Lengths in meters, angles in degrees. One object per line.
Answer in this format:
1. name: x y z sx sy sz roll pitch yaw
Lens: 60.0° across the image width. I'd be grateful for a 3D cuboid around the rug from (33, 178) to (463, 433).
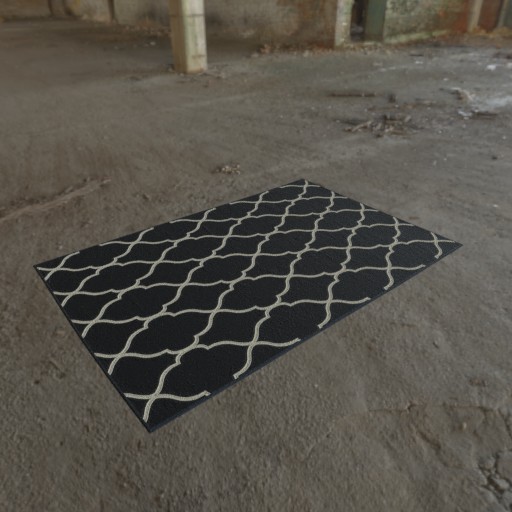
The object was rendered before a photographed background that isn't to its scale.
1. rug: 0.000 0.000 2.797 2.290 0.014 1.526 -23 38 -33
